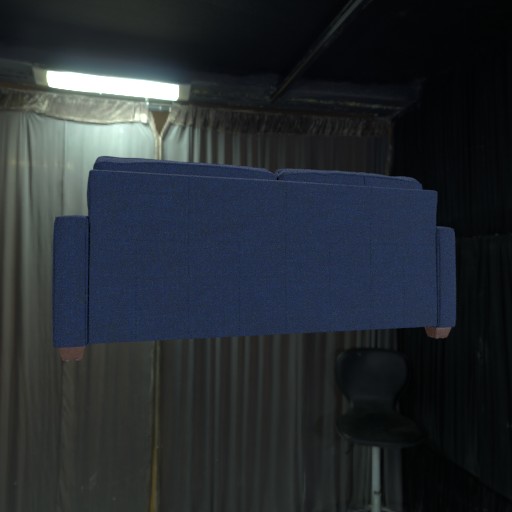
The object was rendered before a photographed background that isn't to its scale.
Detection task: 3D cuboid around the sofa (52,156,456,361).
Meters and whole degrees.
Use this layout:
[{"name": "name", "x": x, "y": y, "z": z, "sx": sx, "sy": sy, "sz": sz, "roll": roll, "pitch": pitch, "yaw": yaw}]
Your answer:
[{"name": "sofa", "x": 0.000, "y": 0.000, "z": 2.568, "sx": 2.080, "sy": 0.919, "sz": 0.940, "roll": 0, "pitch": -1, "yaw": -18}]
